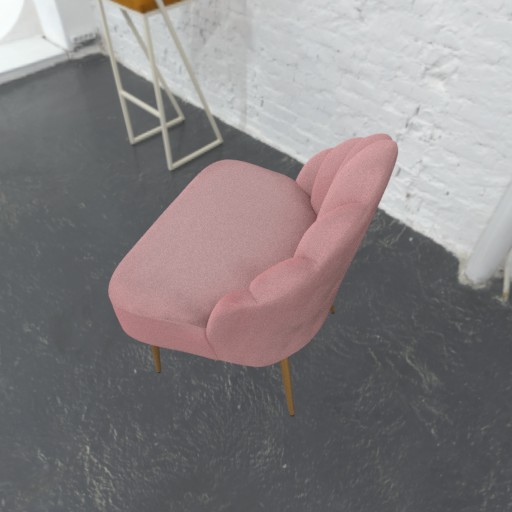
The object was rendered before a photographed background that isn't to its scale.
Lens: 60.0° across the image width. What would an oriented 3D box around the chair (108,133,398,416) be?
[{"bbox_3d":[0.000,0.000,1.242,0.599,0.819,0.657,18,49,16],"label":"chair"}]
